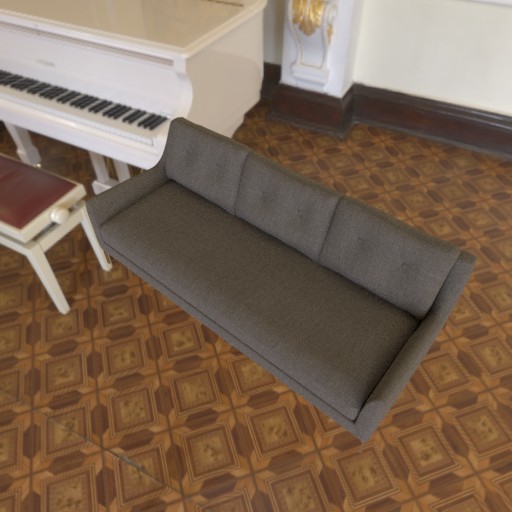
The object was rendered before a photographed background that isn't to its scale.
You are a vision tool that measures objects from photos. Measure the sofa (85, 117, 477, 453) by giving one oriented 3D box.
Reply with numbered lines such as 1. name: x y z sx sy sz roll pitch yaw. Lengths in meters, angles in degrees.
1. sofa: 0.000 0.000 2.551 2.060 0.837 0.849 31 54 26
